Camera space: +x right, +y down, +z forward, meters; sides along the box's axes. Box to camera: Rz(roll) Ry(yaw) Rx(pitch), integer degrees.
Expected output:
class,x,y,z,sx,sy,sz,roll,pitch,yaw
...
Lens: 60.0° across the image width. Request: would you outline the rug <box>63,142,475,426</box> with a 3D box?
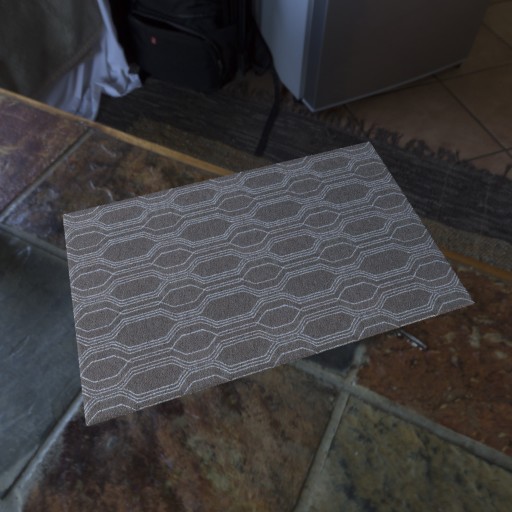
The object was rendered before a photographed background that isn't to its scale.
class,x,y,z,sx,sy,sz,roll,pitch,yaw
rug,0.000,0.000,3.031,2.457,0.012,1.541,-15,59,-9
